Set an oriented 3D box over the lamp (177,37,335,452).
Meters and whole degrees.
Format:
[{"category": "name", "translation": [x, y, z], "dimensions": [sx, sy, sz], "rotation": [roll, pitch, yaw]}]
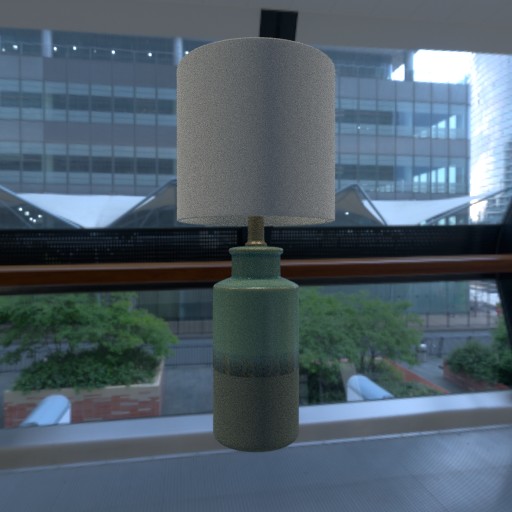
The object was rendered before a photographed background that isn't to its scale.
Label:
[{"category": "lamp", "translation": [0.000, 0.000, 0.605], "dimensions": [0.212, 0.493, 0.212], "rotation": [1, 1, 35]}]
